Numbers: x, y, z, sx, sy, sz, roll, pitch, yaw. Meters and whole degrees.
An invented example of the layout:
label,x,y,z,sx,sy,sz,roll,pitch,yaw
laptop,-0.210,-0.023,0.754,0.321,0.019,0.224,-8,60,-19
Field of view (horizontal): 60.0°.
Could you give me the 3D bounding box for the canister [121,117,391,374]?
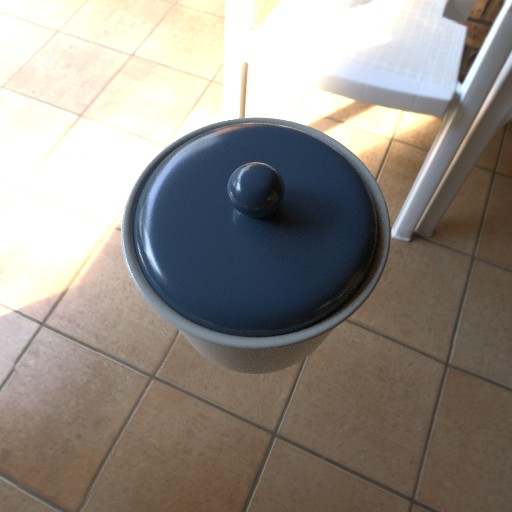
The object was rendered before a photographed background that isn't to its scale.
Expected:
label,x,y,z,sx,sy,sz,roll,pitch,yaw
canister,0.000,0.000,0.353,0.182,0.208,0.182,0,63,0
